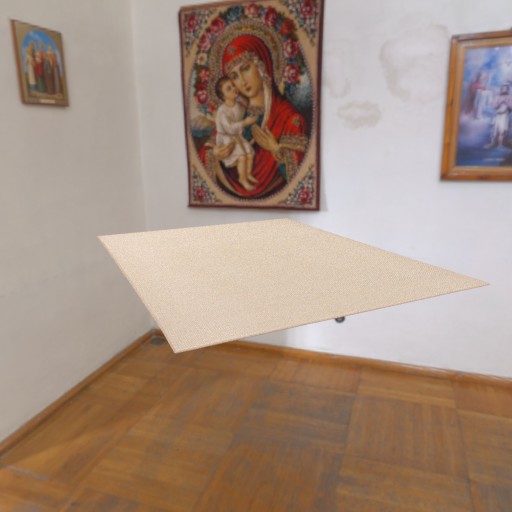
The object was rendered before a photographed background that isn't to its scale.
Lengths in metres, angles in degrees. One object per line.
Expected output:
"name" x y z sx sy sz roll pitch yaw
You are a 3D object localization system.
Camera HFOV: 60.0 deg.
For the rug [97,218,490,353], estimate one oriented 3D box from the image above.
"rug" 0.000 0.000 4.146 2.462 0.018 3.039 -8 17 -26
